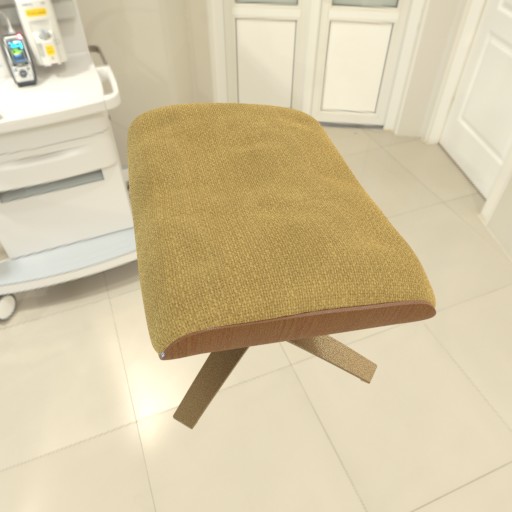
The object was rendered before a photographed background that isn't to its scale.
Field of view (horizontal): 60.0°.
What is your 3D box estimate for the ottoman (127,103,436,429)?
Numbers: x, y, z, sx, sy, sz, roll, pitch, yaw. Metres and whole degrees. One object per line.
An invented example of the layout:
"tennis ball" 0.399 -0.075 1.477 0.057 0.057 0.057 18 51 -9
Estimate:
"ottoman" 0.000 0.000 0.798 0.394 0.391 0.520 -11 46 -10
